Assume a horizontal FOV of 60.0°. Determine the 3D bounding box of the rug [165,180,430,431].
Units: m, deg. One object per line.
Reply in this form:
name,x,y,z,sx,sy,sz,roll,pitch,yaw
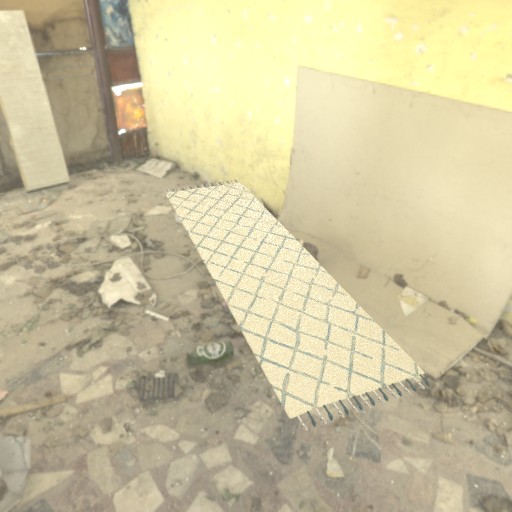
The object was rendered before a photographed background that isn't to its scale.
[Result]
rug,0.000,0.000,2.626,0.620,0.008,2.372,-12,33,-18
